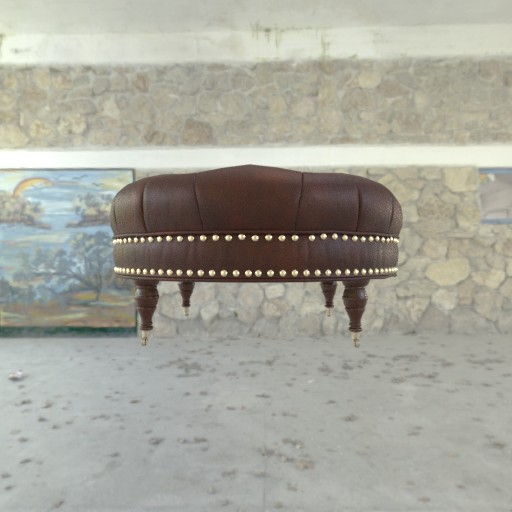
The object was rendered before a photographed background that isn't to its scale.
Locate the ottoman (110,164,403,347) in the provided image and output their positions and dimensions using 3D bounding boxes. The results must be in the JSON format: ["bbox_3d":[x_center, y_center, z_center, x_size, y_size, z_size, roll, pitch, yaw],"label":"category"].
[{"bbox_3d":[0.000,0.000,1.394,0.901,0.455,0.901,0,0,0],"label":"ottoman"}]
